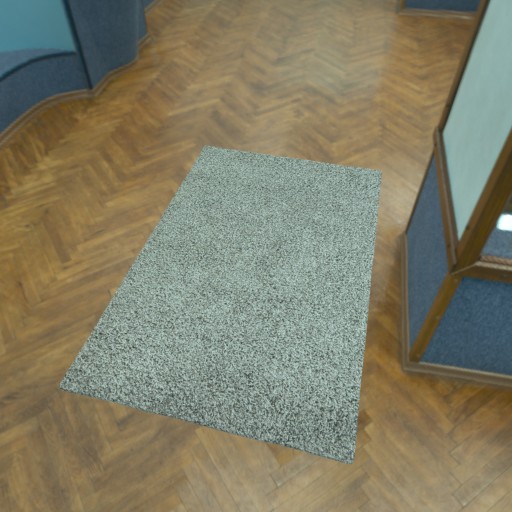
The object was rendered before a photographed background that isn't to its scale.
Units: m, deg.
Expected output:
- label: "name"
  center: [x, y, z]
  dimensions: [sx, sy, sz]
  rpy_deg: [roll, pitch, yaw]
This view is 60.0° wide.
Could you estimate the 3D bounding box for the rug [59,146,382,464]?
- label: "rug"
  center: [0.000, 0.000, 3.447]
  dimensions: [1.778, 0.030, 2.743]
  rpy_deg: [10, 47, 10]
